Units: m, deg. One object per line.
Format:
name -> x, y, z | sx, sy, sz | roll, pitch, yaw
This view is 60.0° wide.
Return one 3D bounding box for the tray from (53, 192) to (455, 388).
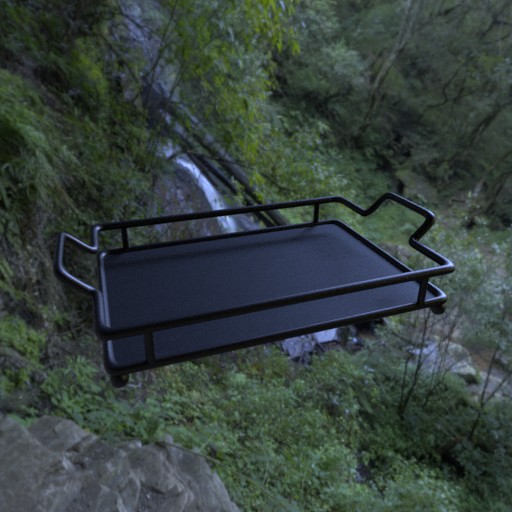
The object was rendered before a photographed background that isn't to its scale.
tray -> 0.000, 0.000, 0.606 | 0.495, 0.101, 0.297 | -9, 27, -18
